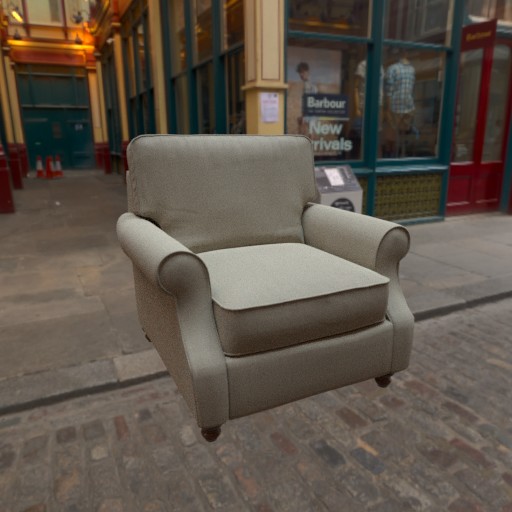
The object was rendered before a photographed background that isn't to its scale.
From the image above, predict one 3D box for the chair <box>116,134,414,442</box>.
[{"bbox_3d":[0.000,0.000,1.825,1.029,0.967,0.966,-7,17,-25],"label":"chair"}]
